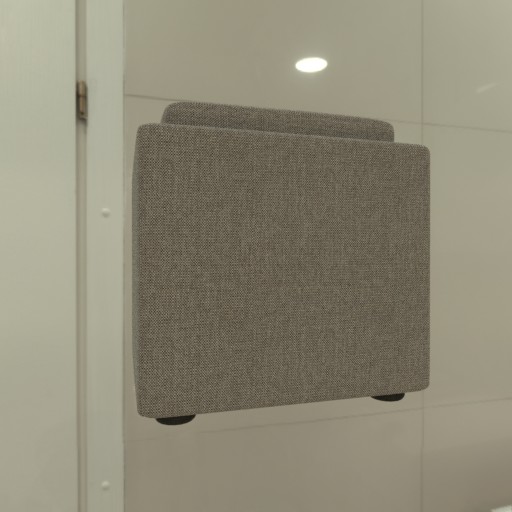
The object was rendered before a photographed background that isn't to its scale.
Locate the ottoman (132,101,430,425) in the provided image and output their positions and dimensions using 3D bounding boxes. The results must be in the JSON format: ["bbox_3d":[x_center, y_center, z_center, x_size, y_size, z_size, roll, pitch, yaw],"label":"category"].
[{"bbox_3d":[0.000,0.000,0.843,0.450,0.460,0.450,0,0,-16],"label":"ottoman"}]
